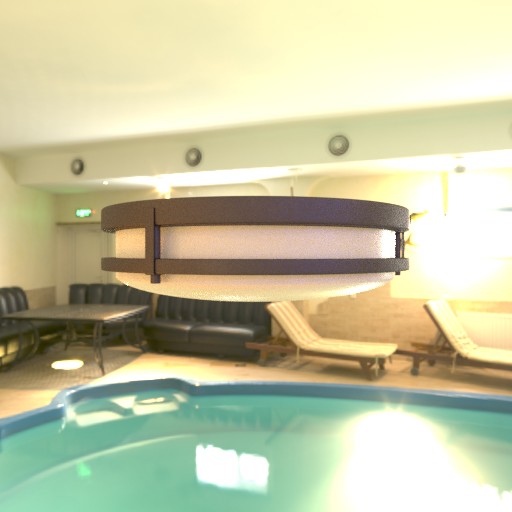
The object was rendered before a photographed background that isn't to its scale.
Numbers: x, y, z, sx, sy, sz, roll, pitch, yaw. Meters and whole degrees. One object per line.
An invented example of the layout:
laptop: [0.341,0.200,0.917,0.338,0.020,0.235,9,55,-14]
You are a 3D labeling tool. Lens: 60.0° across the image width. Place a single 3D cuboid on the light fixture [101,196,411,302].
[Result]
light fixture: [0.000,0.000,0.539,0.356,0.102,0.356,0,0,0]
